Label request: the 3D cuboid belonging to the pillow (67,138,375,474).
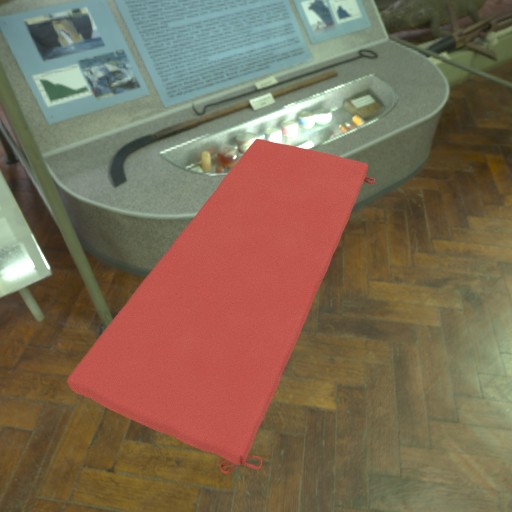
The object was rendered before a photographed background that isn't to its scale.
[{"bbox_3d":[0.000,0.000,1.349,0.492,0.081,1.187,17,49,16],"label":"pillow"}]
